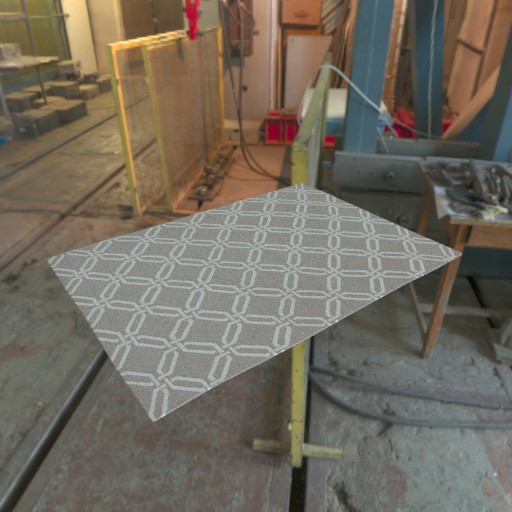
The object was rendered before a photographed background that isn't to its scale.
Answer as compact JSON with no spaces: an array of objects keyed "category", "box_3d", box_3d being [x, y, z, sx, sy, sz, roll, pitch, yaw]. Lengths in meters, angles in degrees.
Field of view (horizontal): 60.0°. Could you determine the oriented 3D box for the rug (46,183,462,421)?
[{"category":"rug","box_3d":[0.000,0.000,2.766,2.135,0.013,1.524,-21,37,-31]}]
